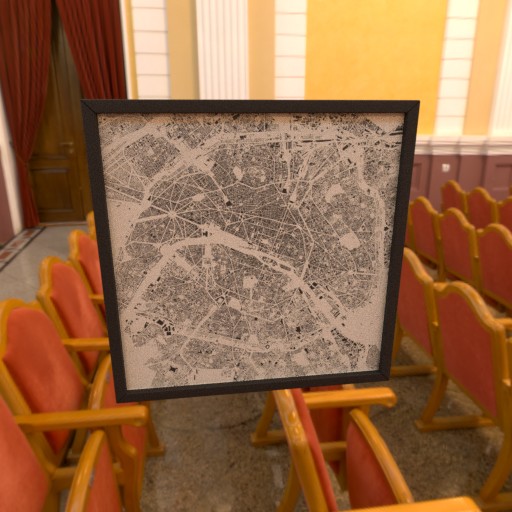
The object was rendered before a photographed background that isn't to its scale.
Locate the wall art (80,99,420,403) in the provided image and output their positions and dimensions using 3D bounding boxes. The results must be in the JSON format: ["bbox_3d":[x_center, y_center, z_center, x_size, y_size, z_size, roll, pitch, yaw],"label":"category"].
[{"bbox_3d":[0.000,0.000,0.458,0.305,0.305,0.037,-3,19,-7],"label":"wall art"}]
